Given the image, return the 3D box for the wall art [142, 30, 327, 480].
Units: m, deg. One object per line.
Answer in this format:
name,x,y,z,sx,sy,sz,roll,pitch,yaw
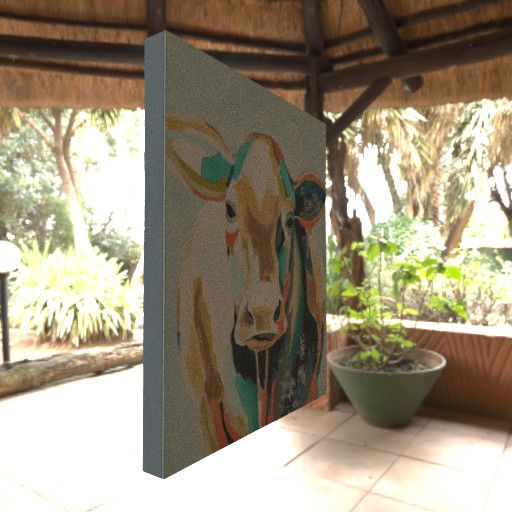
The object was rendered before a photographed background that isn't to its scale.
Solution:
wall art,0.000,0.000,0.678,0.037,0.509,0.409,-1,-2,35
